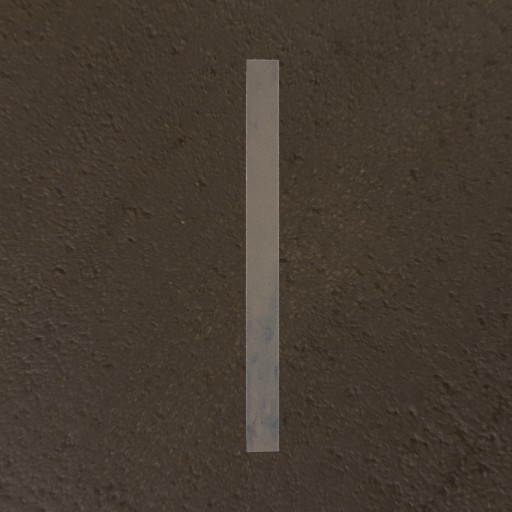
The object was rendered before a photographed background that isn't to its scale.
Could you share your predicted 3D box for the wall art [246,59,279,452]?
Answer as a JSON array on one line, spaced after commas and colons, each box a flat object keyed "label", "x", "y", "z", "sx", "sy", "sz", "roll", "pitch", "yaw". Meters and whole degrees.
[{"label": "wall art", "x": 0.000, "y": 0.000, "z": 1.096, "sx": 0.048, "sy": 0.874, "sz": 0.583, "roll": 0, "pitch": 90, "yaw": -1}]
